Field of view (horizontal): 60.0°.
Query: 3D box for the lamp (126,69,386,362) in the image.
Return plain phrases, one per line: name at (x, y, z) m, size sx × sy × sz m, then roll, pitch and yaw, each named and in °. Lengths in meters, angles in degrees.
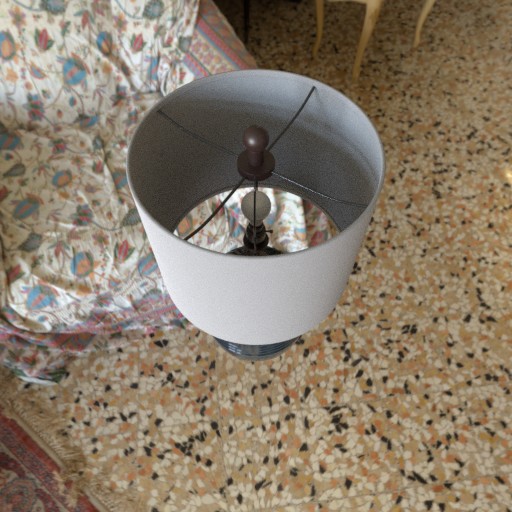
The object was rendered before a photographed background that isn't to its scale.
lamp at (0.000, 0.000, 0.758) m, size 0.318 × 0.567 × 0.318 m, roll 0°, pitch 58°, yaw 0°
